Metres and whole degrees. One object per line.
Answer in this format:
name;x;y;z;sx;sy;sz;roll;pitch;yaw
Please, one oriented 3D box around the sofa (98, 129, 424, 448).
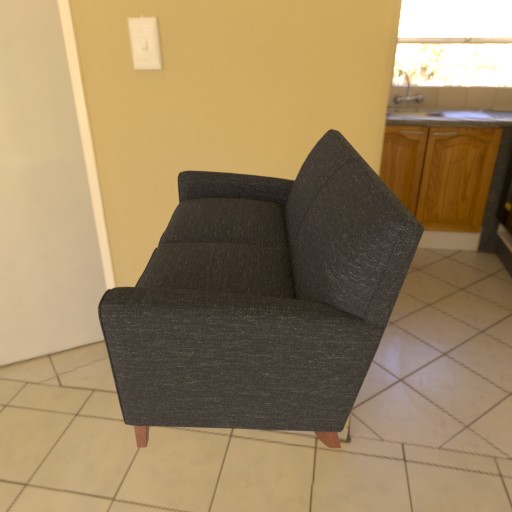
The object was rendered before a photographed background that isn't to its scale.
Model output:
sofa;0.000;0.000;1.913;0.875;0.846;1.420;0;26;1
